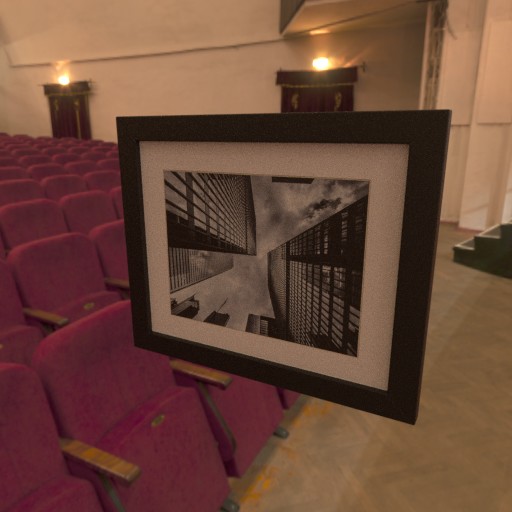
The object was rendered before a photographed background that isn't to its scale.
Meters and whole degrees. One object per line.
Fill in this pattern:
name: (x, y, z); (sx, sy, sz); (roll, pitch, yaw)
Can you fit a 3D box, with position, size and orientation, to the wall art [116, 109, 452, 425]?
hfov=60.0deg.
wall art: (0.000, 0.000, 0.745); (0.558, 0.457, 0.031); (8, 17, 27)
